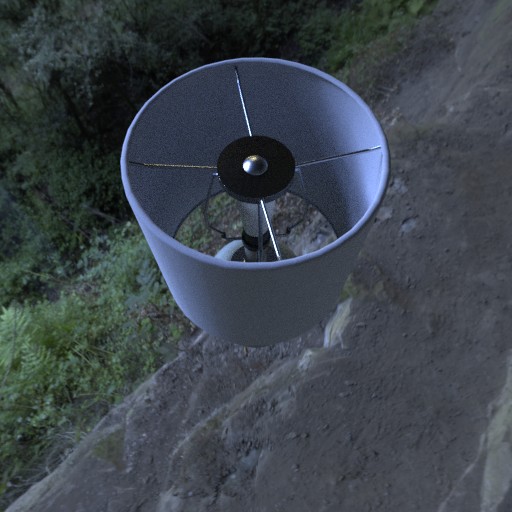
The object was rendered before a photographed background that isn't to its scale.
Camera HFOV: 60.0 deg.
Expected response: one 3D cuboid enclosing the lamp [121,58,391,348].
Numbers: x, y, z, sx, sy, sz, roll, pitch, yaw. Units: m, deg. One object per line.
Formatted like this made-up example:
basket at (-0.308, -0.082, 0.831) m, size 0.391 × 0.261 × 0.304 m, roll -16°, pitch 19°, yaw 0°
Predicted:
lamp at (0.000, 0.000, 0.487) m, size 0.201 × 0.353 × 0.201 m, roll -32°, pitch 67°, yaw -15°
